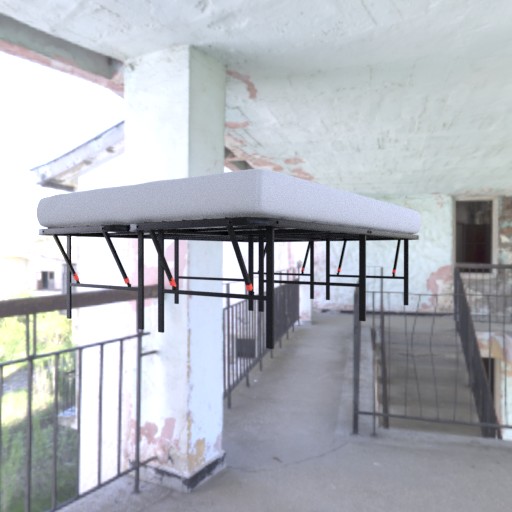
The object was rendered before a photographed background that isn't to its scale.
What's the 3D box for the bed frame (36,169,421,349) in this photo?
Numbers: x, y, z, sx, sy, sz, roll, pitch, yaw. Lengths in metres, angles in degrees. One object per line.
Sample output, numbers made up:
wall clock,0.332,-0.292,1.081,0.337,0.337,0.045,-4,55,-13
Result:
bed frame,0.000,0.000,2.565,1.372,0.637,1.905,0,0,35
